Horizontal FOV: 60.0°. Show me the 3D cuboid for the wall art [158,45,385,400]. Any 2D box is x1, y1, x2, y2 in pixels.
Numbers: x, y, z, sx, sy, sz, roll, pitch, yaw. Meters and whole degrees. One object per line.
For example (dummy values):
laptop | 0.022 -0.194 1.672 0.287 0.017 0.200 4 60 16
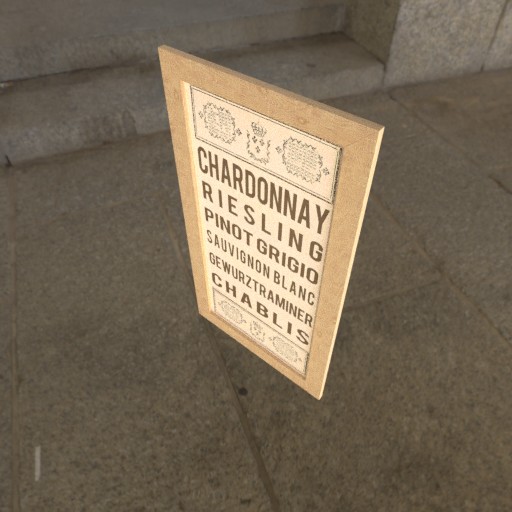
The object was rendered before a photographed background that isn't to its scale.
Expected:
wall art | 0.000 0.000 0.846 0.381 0.683 0.013 31 54 26
